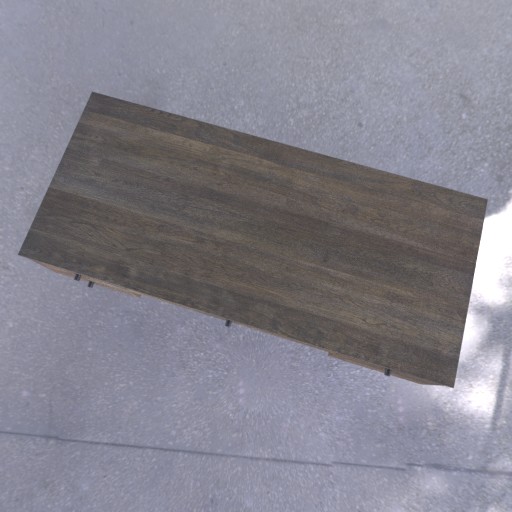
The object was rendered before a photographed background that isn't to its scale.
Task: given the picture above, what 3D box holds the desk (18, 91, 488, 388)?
[{"bbox_3d":[0.000,0.000,2.011,1.600,0.780,0.730,16,76,4],"label":"desk"}]
